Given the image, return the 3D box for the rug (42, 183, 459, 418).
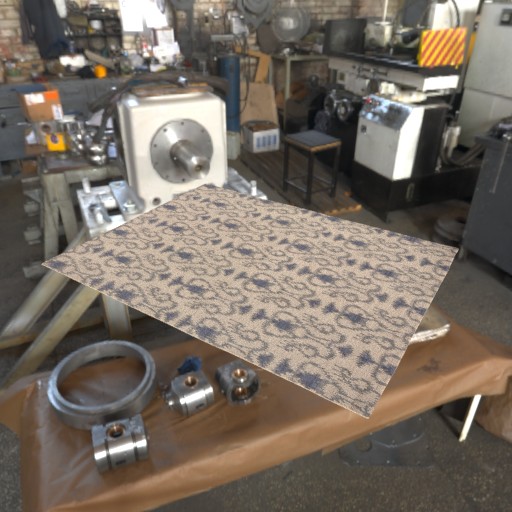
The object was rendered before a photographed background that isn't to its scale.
[{"bbox_3d":[0.000,0.000,4.254,3.205,0.015,2.437,18,35,28],"label":"rug"}]
